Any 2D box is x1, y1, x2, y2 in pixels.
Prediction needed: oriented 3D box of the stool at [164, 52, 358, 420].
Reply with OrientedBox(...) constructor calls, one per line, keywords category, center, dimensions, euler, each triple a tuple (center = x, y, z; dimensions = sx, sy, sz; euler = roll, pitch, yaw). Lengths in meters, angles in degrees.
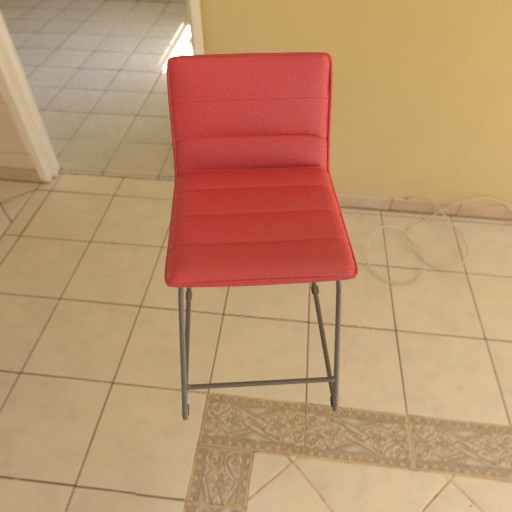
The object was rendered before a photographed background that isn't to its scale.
OrientedBox(category="stool", center=(0.000, 0.000, 1.175), dimensions=(0.489, 0.866, 0.524), euler=(-2, 47, -2))
